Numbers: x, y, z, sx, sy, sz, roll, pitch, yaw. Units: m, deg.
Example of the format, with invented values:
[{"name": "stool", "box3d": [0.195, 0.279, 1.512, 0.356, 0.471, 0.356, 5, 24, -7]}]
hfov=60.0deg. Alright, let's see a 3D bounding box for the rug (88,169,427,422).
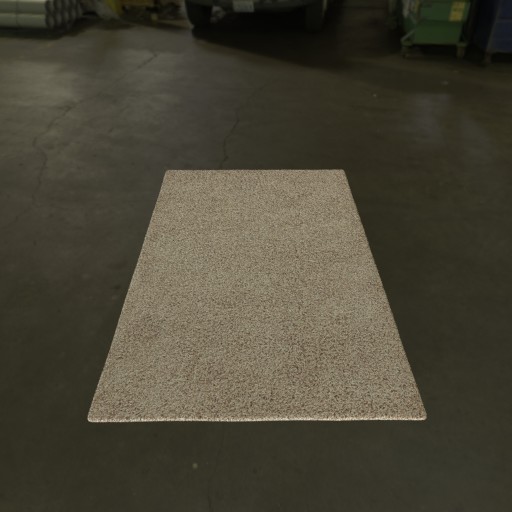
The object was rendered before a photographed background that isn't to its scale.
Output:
[{"name": "rug", "box3d": [0.000, 0.000, 3.379, 1.778, 0.030, 2.743, 0, 39, 0]}]
